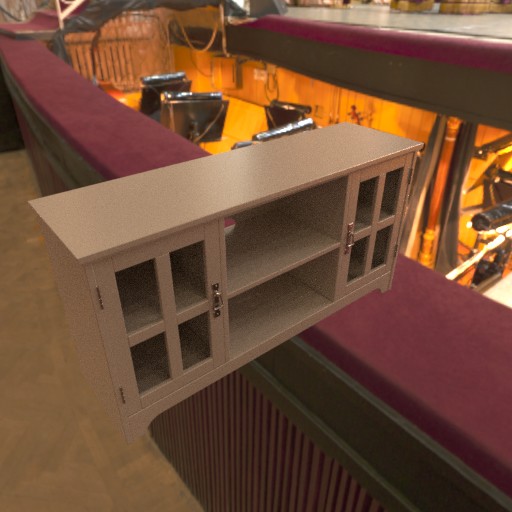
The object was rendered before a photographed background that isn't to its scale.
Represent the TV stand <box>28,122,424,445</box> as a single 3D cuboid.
[{"bbox_3d":[0.000,0.000,1.445,1.167,0.603,0.344,-23,38,-32],"label":"TV stand"}]
